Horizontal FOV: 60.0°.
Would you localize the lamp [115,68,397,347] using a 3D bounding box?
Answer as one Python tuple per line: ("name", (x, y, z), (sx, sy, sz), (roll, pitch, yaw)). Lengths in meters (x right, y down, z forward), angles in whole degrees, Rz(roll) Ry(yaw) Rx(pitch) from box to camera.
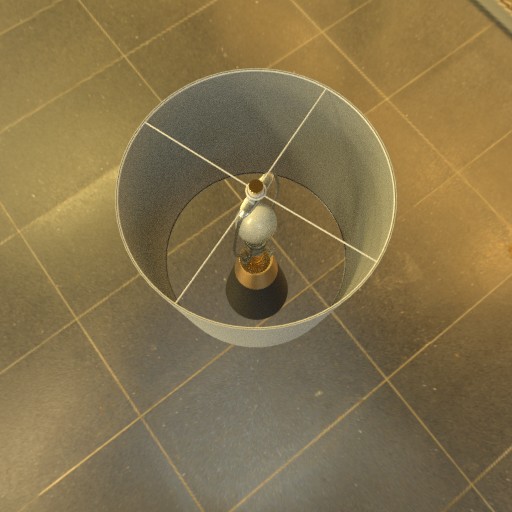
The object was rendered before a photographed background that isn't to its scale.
("lamp", (0.000, 0.000, 0.760), (0.308, 0.580, 0.308), (32, 77, 8))
